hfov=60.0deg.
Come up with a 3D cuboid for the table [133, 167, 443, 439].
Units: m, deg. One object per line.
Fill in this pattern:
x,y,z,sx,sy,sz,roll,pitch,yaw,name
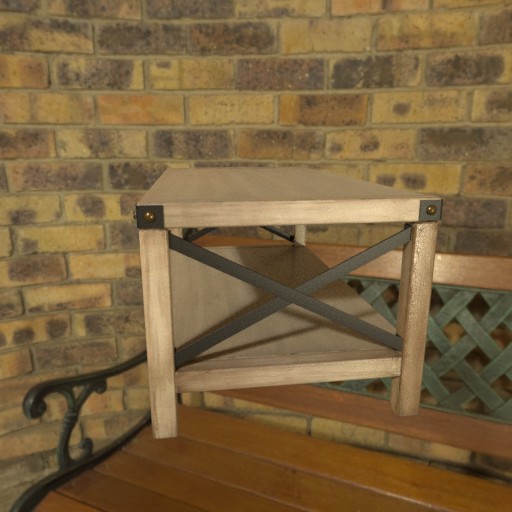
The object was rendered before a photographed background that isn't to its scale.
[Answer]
0.000,0.000,1.301,0.559,0.456,1.016,-2,15,-8,table
